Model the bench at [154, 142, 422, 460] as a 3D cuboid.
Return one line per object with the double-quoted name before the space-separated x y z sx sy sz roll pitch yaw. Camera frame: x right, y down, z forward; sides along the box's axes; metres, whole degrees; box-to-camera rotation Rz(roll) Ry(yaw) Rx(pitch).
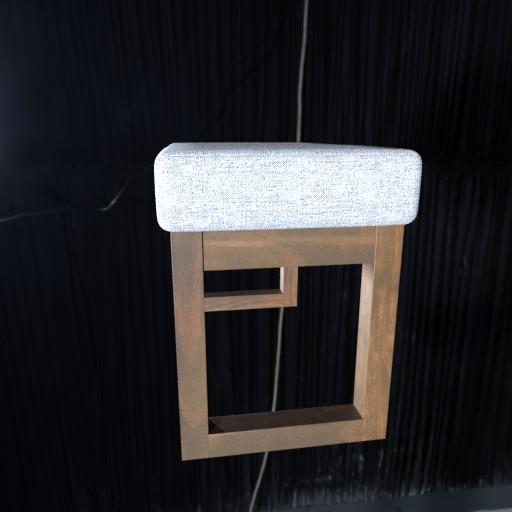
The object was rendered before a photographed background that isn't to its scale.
"bench" 0.000 0.000 0.953 0.366 0.467 0.681 -2 15 -9
